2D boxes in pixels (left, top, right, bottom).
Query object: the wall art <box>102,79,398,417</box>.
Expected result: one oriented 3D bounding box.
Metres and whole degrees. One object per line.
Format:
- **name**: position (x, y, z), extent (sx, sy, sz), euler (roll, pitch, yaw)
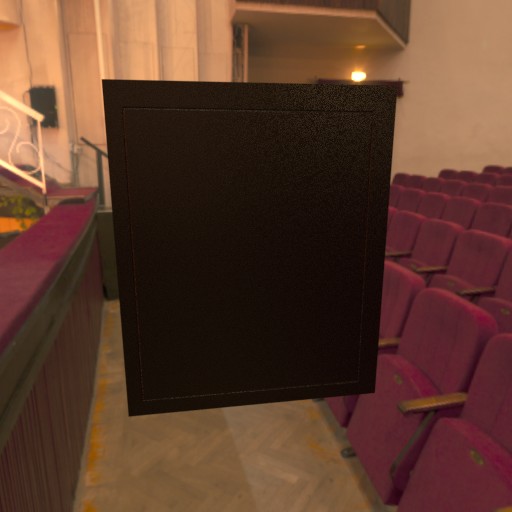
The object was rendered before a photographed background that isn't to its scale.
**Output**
- **wall art**: position (0.000, 0.000, 0.765), extent (0.461, 0.558, 0.031), euler (-2, 14, -9)
